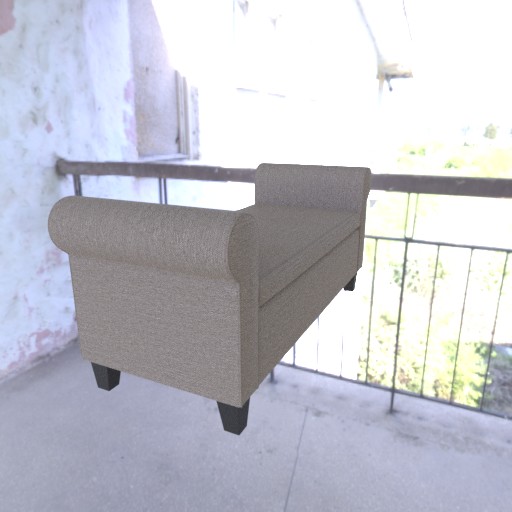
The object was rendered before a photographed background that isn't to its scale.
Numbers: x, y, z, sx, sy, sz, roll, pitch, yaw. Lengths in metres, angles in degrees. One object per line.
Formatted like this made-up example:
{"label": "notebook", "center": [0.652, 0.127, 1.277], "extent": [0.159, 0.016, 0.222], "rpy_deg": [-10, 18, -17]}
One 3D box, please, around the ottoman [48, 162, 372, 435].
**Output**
{"label": "ottoman", "center": [0.000, 0.000, 1.560], "extent": [0.521, 0.547, 1.256], "rpy_deg": [8, 18, 25]}
